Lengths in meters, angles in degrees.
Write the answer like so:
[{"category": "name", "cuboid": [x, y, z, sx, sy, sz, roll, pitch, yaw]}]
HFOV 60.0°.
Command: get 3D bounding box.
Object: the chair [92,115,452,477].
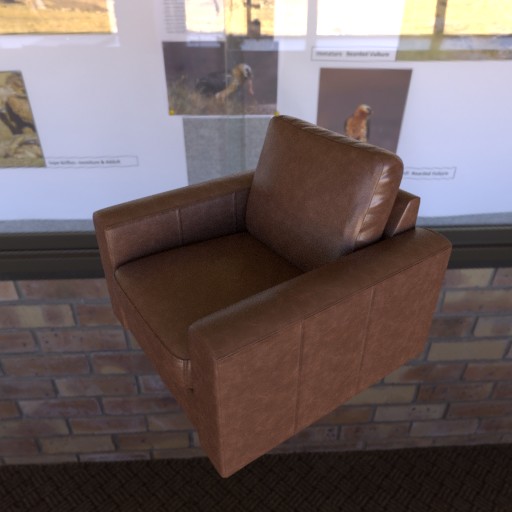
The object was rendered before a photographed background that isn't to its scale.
[{"category": "chair", "cuboid": [0.000, 0.000, 1.733, 1.016, 0.873, 1.005, -21, 38, -29]}]
